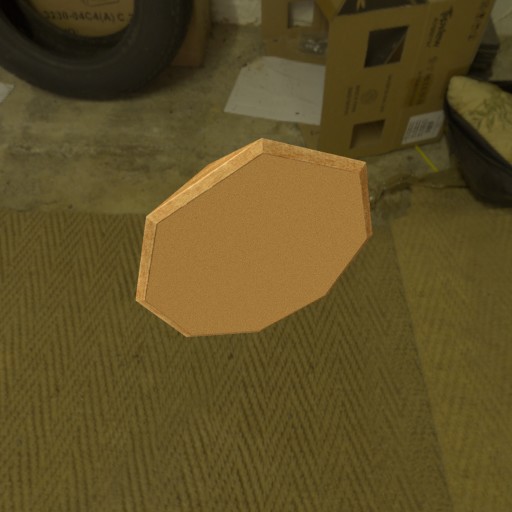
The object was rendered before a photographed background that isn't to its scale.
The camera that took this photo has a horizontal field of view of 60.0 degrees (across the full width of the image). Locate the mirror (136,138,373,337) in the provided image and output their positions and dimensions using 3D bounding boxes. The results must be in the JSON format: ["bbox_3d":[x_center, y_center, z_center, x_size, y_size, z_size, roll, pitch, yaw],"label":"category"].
[{"bbox_3d":[0.000,0.000,1.043,0.577,0.774,0.070,-15,59,-10],"label":"mirror"}]
